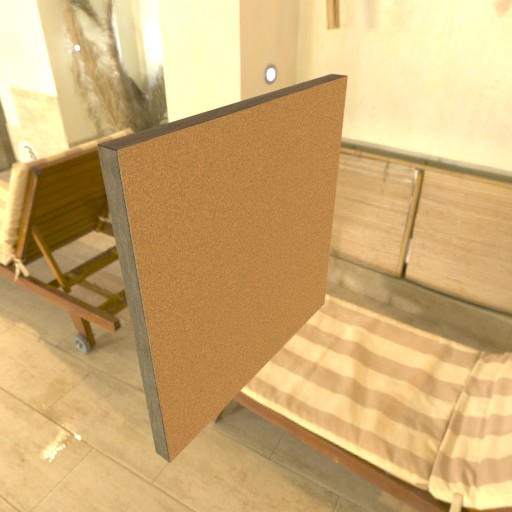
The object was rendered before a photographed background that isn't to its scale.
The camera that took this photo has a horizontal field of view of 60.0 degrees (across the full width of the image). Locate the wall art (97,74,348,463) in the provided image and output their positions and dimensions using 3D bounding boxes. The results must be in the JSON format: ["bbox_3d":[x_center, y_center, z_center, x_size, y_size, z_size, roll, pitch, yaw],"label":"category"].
[{"bbox_3d":[0.000,0.000,1.109,0.050,0.751,0.749,21,37,30],"label":"wall art"}]
